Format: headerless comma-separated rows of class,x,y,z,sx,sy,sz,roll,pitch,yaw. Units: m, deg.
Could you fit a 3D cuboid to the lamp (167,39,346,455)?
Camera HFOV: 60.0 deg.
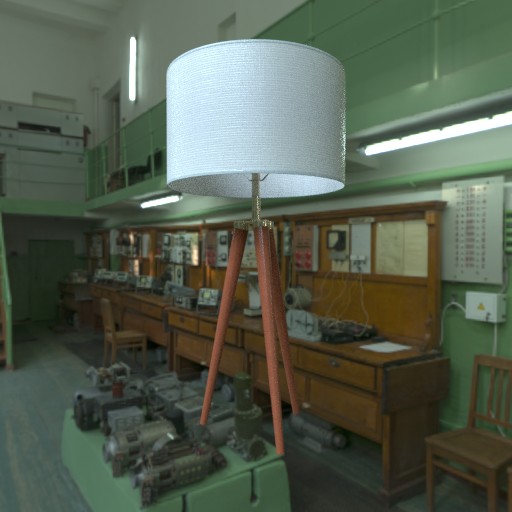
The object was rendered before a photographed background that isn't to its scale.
lamp,0.000,0.000,0.901,0.354,0.709,0.355,-1,1,-37
